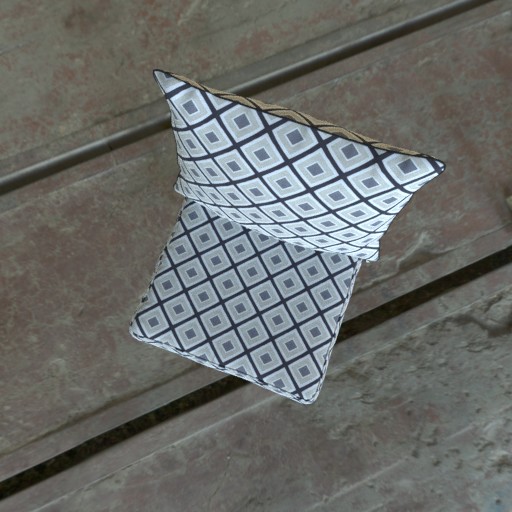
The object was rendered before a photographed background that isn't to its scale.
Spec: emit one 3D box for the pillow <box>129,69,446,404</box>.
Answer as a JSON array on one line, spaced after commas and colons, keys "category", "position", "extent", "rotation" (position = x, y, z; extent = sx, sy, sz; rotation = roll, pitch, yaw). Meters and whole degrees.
[{"category": "pillow", "position": [0.000, 0.000, 1.360], "extent": [0.798, 0.722, 0.733], "rotation": [20, 77, 5]}]
